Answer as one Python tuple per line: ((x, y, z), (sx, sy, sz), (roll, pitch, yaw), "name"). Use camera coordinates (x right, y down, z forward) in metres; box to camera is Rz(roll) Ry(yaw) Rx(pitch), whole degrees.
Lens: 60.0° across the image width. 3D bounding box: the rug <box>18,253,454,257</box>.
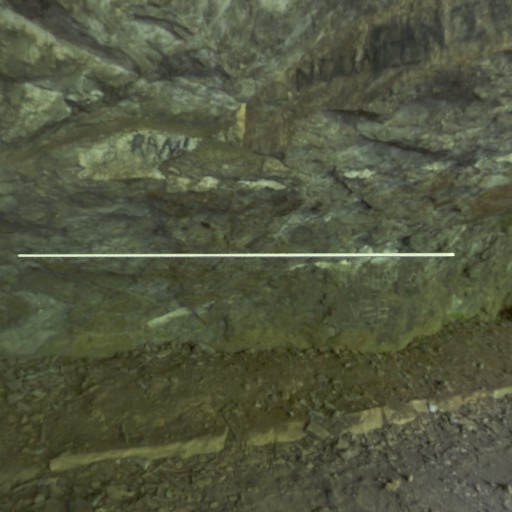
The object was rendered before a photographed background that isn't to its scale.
((0.000, 0.000, 4.046), (3.051, 0.020, 2.407), (0, 0, 17), "rug")
